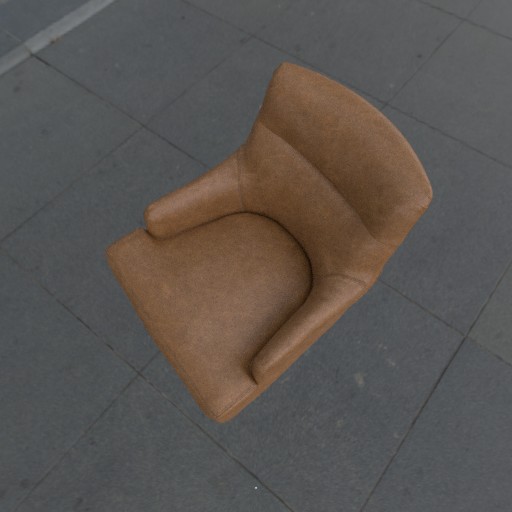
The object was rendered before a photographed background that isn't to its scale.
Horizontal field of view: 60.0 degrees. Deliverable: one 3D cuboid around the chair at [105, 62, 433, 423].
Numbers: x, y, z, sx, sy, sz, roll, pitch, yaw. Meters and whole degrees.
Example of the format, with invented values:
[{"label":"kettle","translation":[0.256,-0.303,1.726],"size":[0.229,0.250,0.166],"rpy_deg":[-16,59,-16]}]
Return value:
[{"label":"chair","translation":[0.000,0.000,1.529],"size":[0.874,0.869,0.729],"rpy_deg":[-33,67,-16]}]
